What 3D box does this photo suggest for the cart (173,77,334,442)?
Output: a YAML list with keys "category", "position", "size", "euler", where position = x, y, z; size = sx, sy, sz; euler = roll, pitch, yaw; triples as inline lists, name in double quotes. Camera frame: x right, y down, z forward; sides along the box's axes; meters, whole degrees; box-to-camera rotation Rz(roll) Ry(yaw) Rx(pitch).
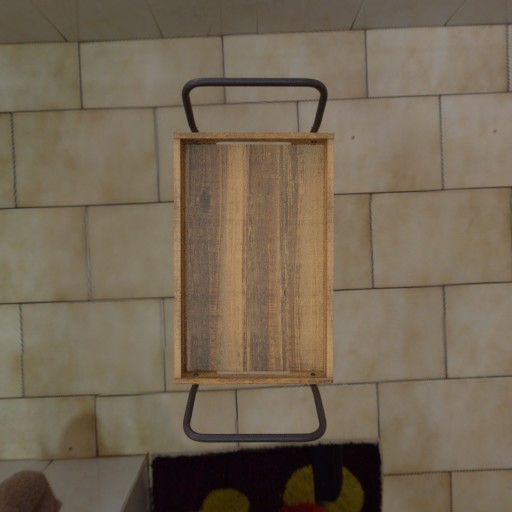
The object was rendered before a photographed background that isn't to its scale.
- category: "cart"
  position: [0.000, 0.000, 1.131]
  size: [0.339, 0.857, 0.583]
  euler: [0, 91, 0]
